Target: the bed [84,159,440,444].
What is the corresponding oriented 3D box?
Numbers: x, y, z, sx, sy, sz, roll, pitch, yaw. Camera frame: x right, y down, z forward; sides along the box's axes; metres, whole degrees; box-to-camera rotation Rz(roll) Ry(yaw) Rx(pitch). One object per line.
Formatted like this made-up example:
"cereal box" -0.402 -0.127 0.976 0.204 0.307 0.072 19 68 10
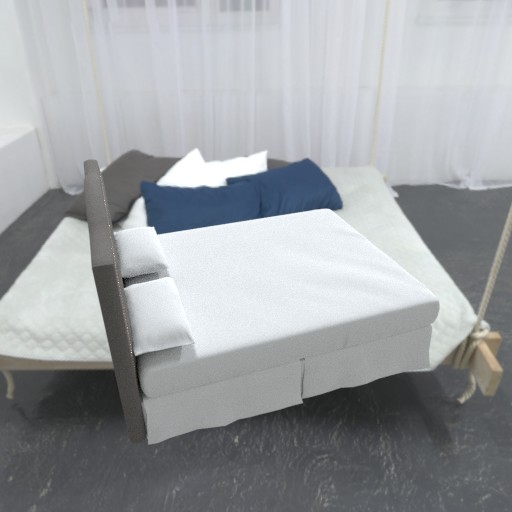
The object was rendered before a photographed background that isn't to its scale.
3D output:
"bed" 0.000 0.000 3.458 2.282 1.436 1.821 -10 32 -17
